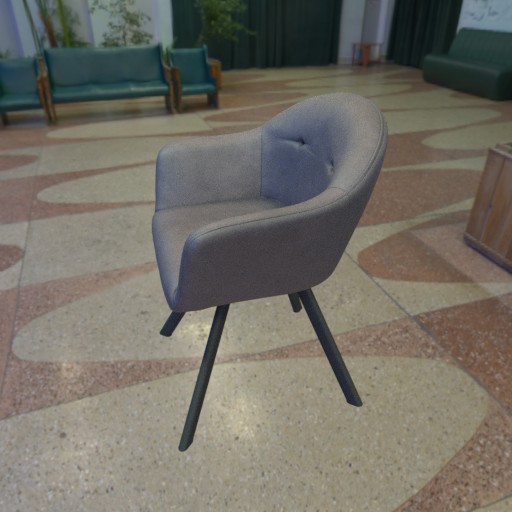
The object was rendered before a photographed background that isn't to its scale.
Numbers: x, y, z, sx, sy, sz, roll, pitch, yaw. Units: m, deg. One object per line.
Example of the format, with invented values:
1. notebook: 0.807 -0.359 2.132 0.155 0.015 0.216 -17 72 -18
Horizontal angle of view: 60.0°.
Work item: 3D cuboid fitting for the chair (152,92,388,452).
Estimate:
1. chair: 0.000 0.000 1.174 0.544 0.781 0.567 -9 32 -14
